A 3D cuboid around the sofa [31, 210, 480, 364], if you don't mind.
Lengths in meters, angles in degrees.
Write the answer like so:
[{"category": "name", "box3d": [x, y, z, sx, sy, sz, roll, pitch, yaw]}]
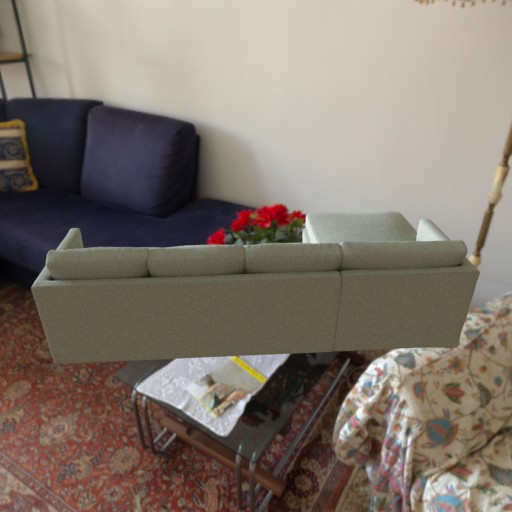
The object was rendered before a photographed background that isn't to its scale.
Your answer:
[{"category": "sofa", "box3d": [0.000, 0.000, 3.948, 3.205, 0.922, 1.650, -2, 30, -3]}]
